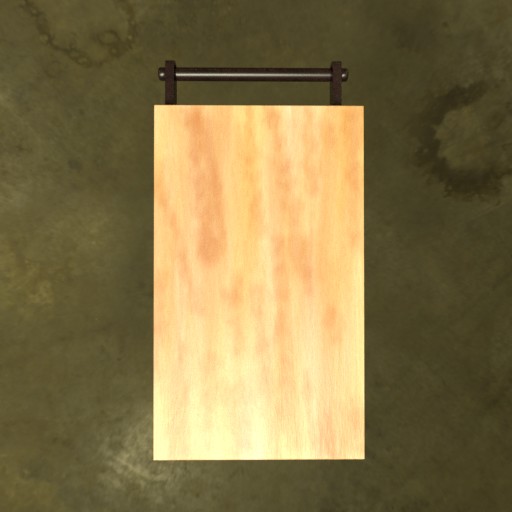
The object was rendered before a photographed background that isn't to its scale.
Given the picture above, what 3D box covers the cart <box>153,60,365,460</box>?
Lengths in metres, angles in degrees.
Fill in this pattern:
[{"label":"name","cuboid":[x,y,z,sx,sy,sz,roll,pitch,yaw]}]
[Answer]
[{"label":"cart","cuboid":[0.000,0.000,1.427,0.472,0.878,0.914,0,89,-1]}]
